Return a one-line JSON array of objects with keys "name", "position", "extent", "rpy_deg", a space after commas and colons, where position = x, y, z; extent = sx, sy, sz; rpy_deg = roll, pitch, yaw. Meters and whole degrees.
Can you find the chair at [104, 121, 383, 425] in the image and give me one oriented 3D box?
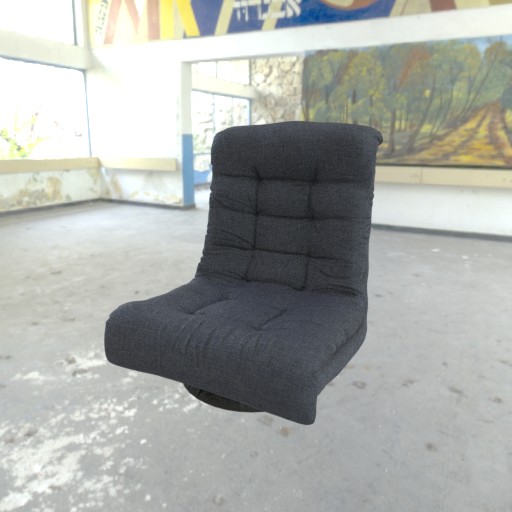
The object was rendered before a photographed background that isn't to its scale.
[{"name": "chair", "position": [0.000, 0.000, 1.250], "extent": [0.597, 0.749, 0.668], "rpy_deg": [8, 16, 27]}]
